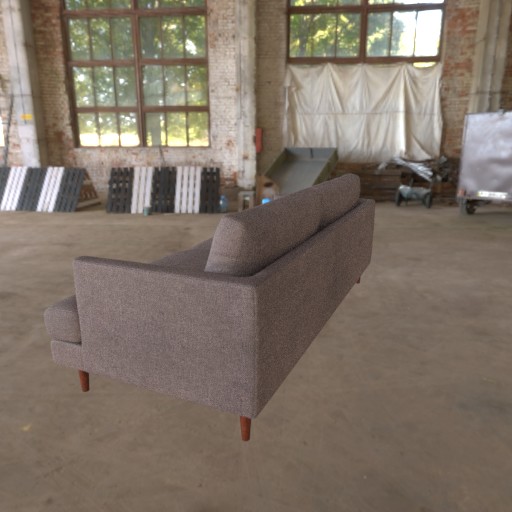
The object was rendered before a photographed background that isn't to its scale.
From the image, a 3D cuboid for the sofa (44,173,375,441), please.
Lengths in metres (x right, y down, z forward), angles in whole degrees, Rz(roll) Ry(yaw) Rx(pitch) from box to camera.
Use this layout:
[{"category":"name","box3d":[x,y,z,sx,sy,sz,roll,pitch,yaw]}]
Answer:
[{"category":"sofa","box3d":[0.000,0.000,2.690,1.020,0.868,2.250,7,17,23]}]
